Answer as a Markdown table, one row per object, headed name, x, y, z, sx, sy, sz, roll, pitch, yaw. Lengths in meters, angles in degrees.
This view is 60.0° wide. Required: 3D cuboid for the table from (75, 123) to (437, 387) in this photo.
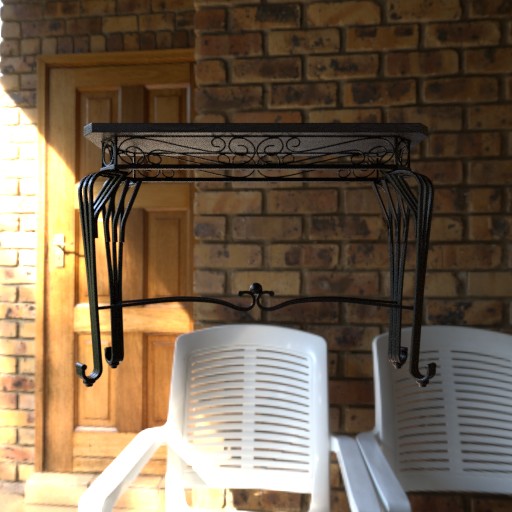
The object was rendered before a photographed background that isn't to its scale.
| name | x | y | z | sx | sy | sz | roll | pitch | yaw |
| --- | --- | --- | --- | --- | --- | --- | --- | --- | --- |
| table | 0.000 | 0.000 | 1.479 | 1.112 | 0.800 | 0.329 | 0 | -1 | 0 |
